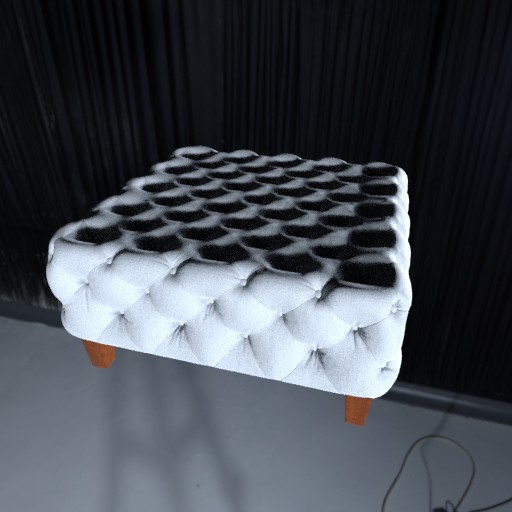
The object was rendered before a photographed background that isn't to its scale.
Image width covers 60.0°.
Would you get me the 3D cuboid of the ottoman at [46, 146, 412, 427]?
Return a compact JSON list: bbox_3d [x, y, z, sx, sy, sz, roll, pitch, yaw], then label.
[{"bbox_3d":[0.000,0.000,1.198,0.764,0.365,0.758,8,31,14],"label":"ottoman"}]
